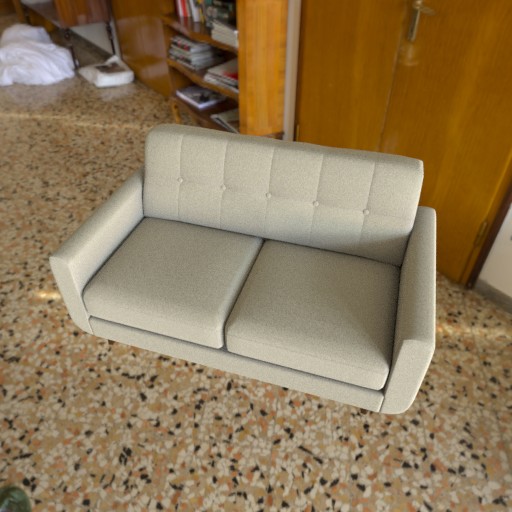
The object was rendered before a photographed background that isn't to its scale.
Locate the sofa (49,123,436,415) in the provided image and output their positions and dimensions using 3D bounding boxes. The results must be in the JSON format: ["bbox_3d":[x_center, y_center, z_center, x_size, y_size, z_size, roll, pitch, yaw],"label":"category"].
[{"bbox_3d":[0.000,0.000,2.218,1.655,0.892,0.980,12,42,13],"label":"sofa"}]
